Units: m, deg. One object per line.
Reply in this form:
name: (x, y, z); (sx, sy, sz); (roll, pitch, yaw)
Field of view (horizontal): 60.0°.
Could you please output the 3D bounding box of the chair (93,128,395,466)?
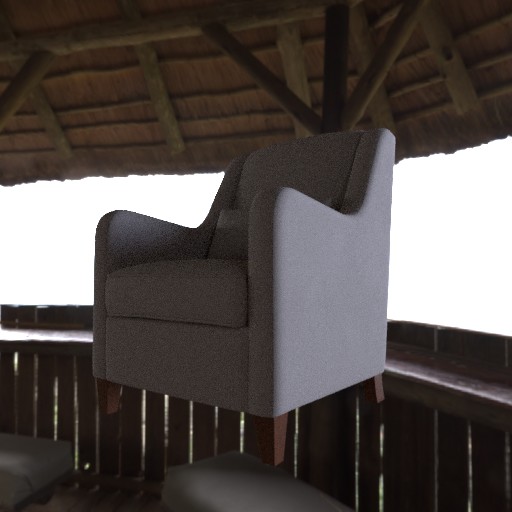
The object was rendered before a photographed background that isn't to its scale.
chair: (0.000, 0.000, 1.548); (0.715, 1.010, 0.863); (-2, -3, 36)
